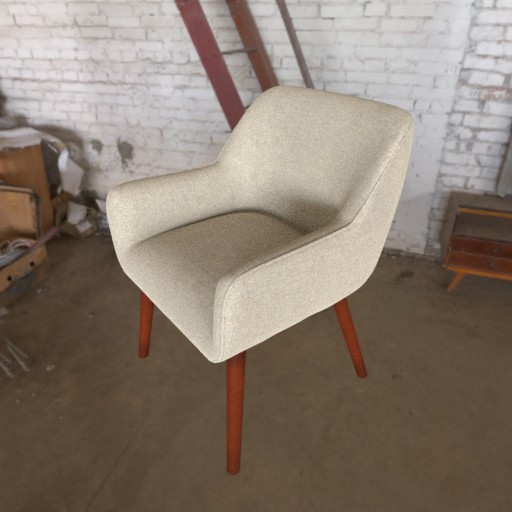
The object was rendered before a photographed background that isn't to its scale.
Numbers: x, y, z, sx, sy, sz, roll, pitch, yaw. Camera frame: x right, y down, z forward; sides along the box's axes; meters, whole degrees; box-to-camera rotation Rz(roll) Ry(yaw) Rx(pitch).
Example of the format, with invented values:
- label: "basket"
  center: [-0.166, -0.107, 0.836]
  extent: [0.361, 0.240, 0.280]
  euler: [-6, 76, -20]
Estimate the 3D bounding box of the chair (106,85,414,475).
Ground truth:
- label: "chair"
  center: [0.000, 0.000, 1.243]
  extent: [0.610, 0.813, 0.610]
  euler: [-21, 36, -32]
